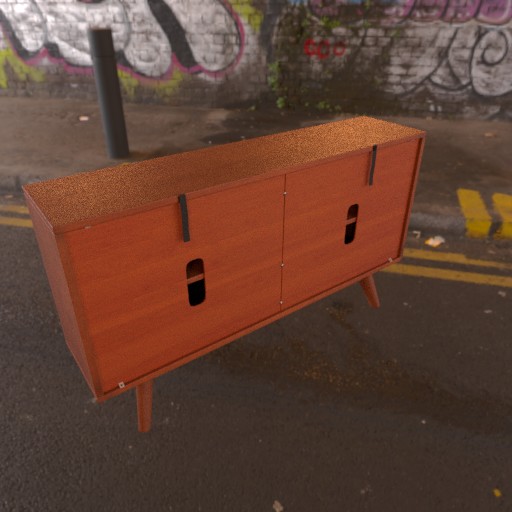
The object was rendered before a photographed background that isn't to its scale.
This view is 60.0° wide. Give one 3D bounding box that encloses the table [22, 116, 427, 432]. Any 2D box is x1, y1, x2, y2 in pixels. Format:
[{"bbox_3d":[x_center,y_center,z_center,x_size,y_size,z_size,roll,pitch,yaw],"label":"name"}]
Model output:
[{"bbox_3d":[0.000,0.000,1.473,1.220,0.698,0.308,-20,36,-30],"label":"table"}]
